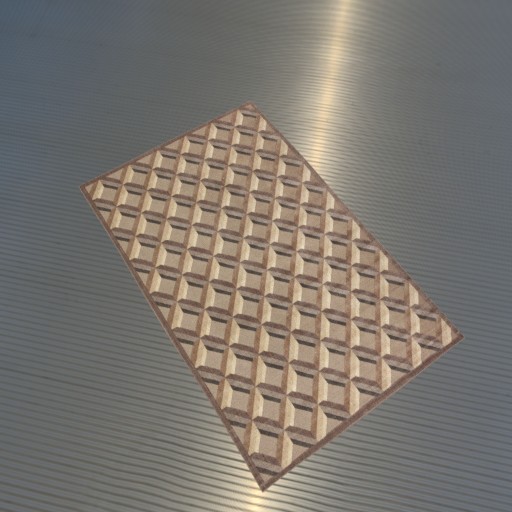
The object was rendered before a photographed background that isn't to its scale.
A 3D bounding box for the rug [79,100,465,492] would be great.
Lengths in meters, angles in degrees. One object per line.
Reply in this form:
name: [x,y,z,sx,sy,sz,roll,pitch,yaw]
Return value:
rug: [0.000,0.000,2.095,1.066,0.011,1.677,-31,68,-14]
